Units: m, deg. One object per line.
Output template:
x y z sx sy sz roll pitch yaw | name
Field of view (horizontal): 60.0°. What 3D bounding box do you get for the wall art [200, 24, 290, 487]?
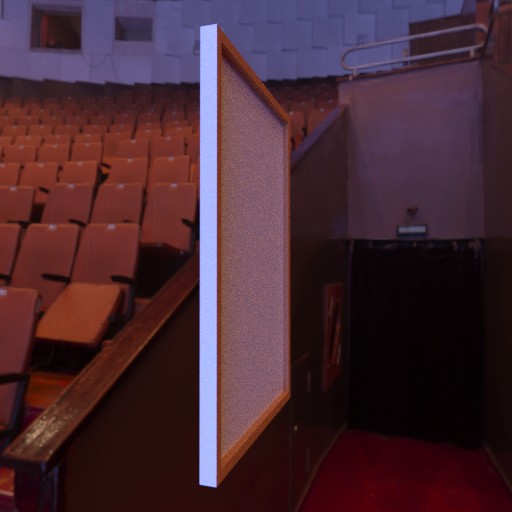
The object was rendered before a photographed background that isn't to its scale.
0.000 0.000 1.169 0.037 0.916 0.610 0 -1 18 | wall art
